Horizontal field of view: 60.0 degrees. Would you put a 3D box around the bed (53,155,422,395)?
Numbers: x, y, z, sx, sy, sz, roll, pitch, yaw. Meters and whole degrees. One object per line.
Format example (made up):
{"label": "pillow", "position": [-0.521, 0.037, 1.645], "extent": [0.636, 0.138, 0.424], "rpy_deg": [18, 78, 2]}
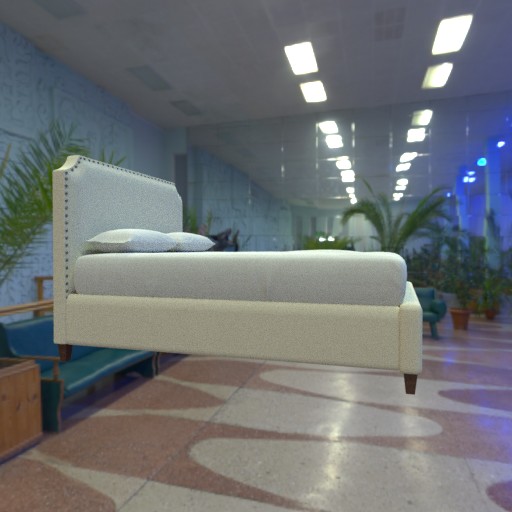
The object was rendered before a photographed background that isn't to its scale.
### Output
{"label": "bed", "position": [0.000, 0.000, 3.422], "extent": [2.329, 1.415, 1.703], "rpy_deg": [0, 1, 18]}
